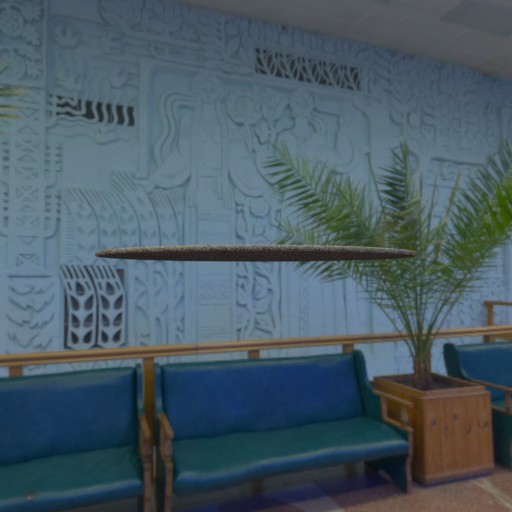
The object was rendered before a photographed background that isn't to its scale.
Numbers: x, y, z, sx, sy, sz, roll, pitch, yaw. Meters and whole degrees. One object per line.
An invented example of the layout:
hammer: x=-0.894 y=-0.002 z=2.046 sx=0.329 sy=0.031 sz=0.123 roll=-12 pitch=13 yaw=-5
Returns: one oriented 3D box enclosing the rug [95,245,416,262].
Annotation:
rug: x=0.000 y=0.000 z=3.600 sx=2.461 sy=0.033 sz=2.461 roll=0 pitch=-2 yaw=0
